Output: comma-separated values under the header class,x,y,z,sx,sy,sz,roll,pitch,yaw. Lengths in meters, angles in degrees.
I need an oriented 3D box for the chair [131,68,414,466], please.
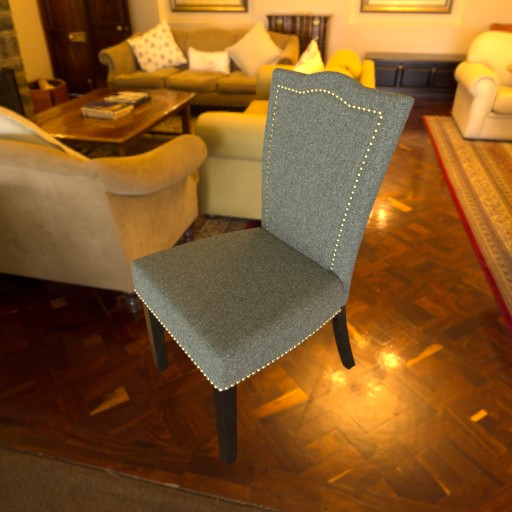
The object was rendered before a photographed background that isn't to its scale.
class,x,y,z,sx,sy,sz,roll,pitch,yaw
chair,0.000,0.000,1.280,0.589,0.946,0.518,-21,38,-30
